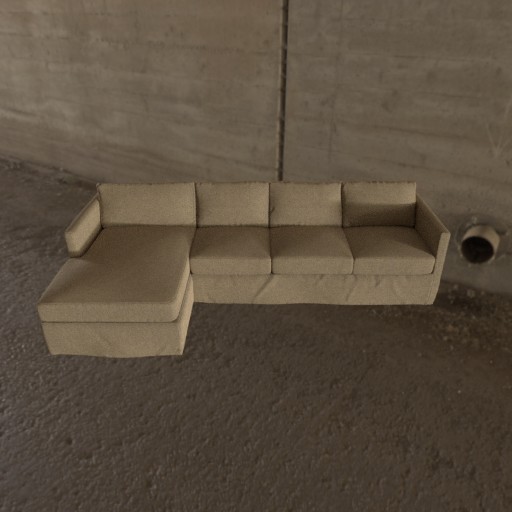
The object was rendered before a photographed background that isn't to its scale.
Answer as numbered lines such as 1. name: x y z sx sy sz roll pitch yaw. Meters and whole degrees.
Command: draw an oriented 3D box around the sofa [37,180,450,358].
1. sofa: 0.000 0.000 3.842 3.198 0.920 1.638 0 30 0
